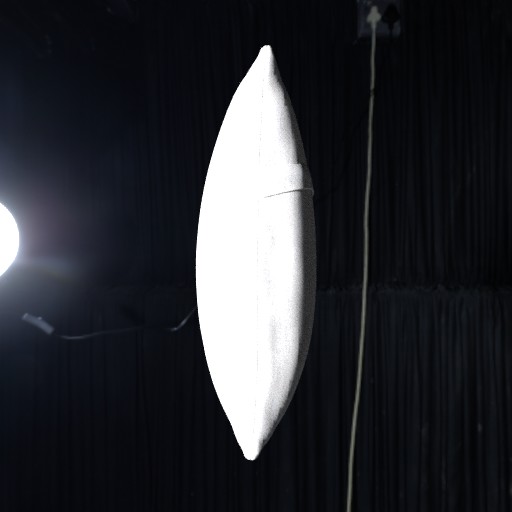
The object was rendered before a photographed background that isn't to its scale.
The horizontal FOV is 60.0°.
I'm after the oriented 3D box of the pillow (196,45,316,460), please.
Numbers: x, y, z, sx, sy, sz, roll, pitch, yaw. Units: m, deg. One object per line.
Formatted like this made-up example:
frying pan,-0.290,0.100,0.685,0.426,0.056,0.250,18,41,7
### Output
pillow,0.000,0.000,0.674,0.173,0.436,0.433,0,-1,0
